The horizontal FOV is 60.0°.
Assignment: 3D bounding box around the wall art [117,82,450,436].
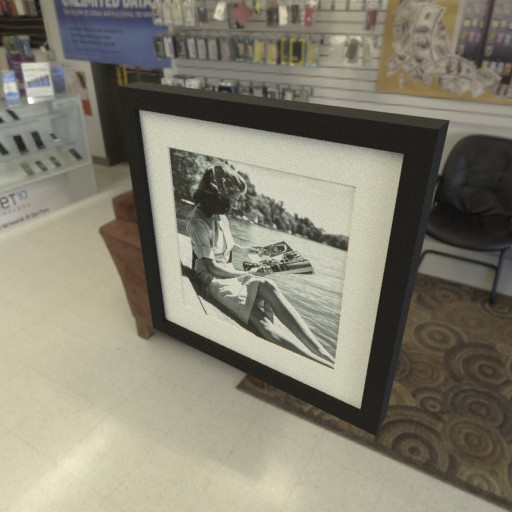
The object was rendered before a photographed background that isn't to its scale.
[{"bbox_3d":[0.000,0.000,0.452,0.308,0.305,0.030,18,35,28],"label":"wall art"}]
